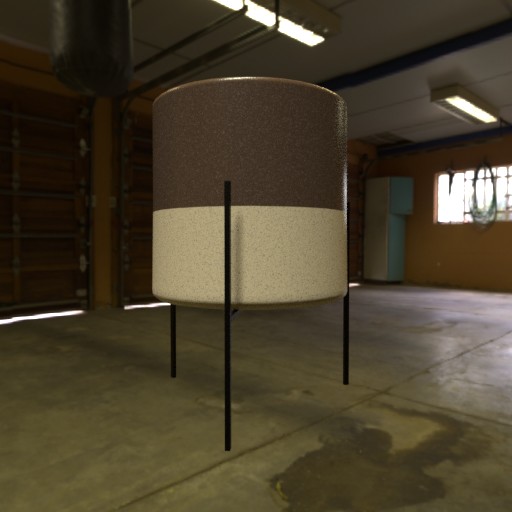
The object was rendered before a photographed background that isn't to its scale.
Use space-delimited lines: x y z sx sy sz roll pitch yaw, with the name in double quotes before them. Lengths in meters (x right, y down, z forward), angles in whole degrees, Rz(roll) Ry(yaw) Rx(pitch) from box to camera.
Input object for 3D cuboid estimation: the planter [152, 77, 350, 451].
"planter" 0.000 0.000 0.532 0.250 0.353 0.260 0 1 1
